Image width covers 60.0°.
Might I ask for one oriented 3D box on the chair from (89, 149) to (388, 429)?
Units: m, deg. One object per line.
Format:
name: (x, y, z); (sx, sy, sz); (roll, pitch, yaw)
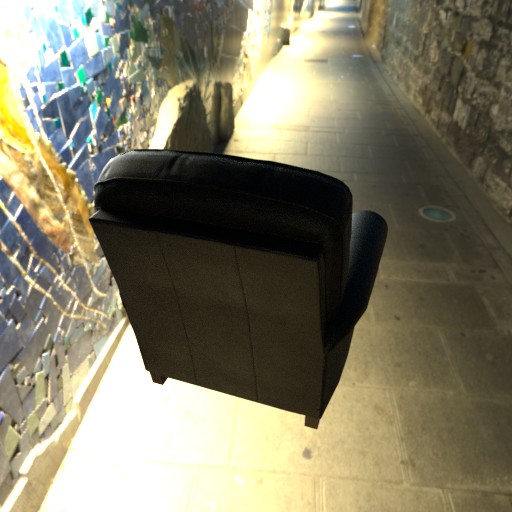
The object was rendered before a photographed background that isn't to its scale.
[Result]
chair: (0.000, 0.000, 1.726); (0.936, 1.018, 0.986); (10, 33, 16)
